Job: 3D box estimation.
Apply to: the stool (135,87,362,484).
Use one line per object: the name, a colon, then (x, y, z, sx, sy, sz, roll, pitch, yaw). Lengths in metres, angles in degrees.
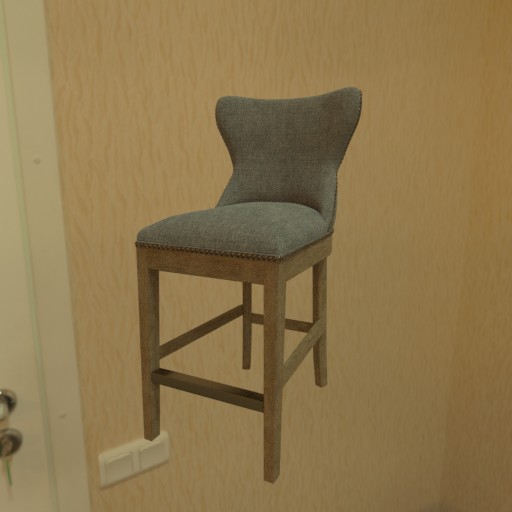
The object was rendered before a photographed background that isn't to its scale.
stool: (0.000, 0.000, 1.323, 0.498, 0.981, 0.608, 6, 14, 26)
